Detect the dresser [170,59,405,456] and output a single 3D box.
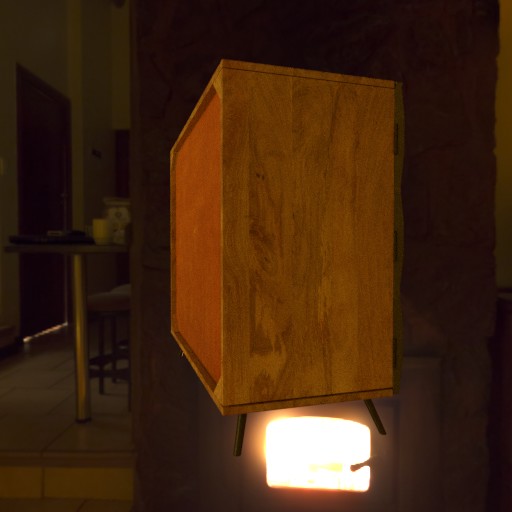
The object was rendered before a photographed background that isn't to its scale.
[{"bbox_3d":[0.000,0.000,1.458,0.446,0.847,0.967,0,1,-17],"label":"dresser"}]
